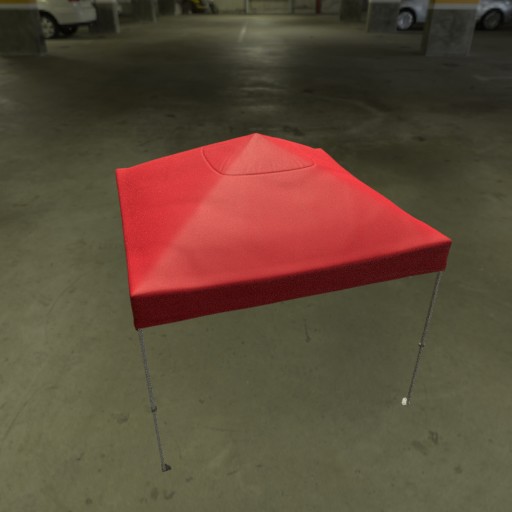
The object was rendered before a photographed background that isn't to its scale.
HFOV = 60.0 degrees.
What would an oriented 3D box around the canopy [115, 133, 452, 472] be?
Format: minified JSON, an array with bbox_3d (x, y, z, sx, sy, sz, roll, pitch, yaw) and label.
[{"bbox_3d":[0.000,0.000,5.412,2.998,2.997,2.996,-9,32,-15],"label":"canopy"}]
